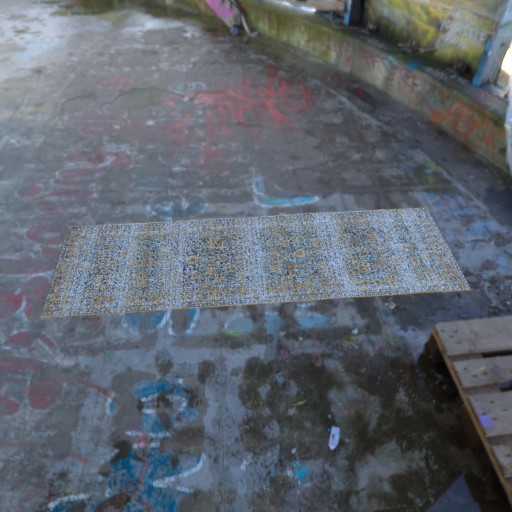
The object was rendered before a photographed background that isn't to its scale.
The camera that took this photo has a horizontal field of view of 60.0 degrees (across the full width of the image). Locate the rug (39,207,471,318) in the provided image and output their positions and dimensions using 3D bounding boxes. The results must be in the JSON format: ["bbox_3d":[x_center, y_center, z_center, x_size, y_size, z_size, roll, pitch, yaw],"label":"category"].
[{"bbox_3d":[0.000,0.000,2.584,2.294,0.014,0.704,-3,46,-3],"label":"rug"}]
